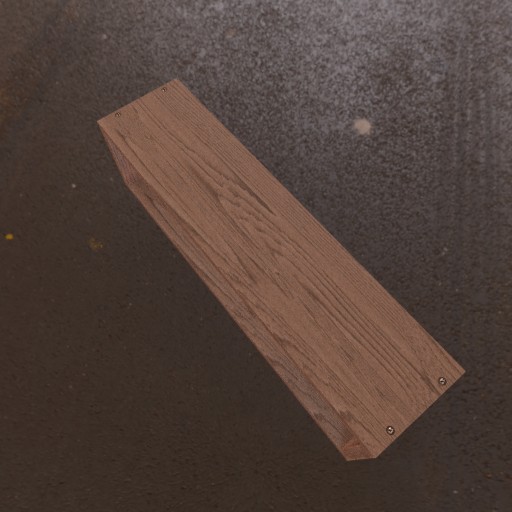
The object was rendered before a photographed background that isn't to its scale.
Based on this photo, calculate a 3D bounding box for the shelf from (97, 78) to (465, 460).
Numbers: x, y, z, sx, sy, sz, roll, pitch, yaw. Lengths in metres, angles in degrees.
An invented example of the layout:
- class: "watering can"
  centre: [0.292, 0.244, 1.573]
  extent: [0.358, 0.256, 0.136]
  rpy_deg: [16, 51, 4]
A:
- class: "shelf"
  centre: [0.000, 0.000, 0.684]
  extent: [0.150, 0.170, 0.610]
  rpy_deg: [-36, 69, -16]
